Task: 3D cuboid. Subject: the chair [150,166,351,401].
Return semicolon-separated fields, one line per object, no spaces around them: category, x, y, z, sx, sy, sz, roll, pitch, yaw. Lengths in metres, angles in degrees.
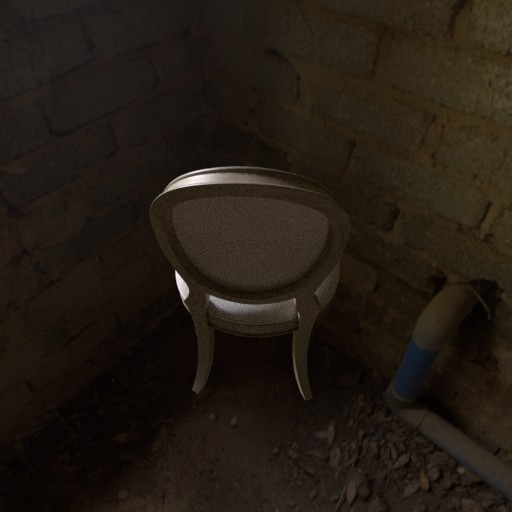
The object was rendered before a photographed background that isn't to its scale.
chair;0.000;0.000;1.345;0.558;0.990;0.602;3;45;3
